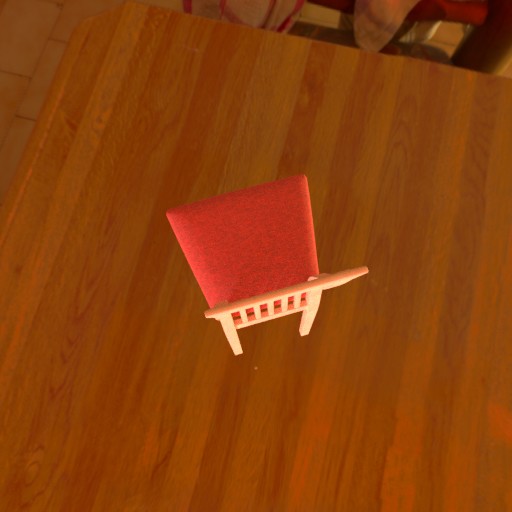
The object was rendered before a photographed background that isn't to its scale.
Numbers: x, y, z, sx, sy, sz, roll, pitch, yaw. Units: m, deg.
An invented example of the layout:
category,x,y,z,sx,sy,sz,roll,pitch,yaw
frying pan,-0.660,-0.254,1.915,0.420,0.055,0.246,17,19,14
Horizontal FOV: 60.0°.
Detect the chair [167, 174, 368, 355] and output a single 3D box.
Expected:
category,x,y,z,sx,sy,sz,roll,pitch,yaw
chair,0.000,0.000,1.296,0.460,1.027,0.474,-15,76,-4
